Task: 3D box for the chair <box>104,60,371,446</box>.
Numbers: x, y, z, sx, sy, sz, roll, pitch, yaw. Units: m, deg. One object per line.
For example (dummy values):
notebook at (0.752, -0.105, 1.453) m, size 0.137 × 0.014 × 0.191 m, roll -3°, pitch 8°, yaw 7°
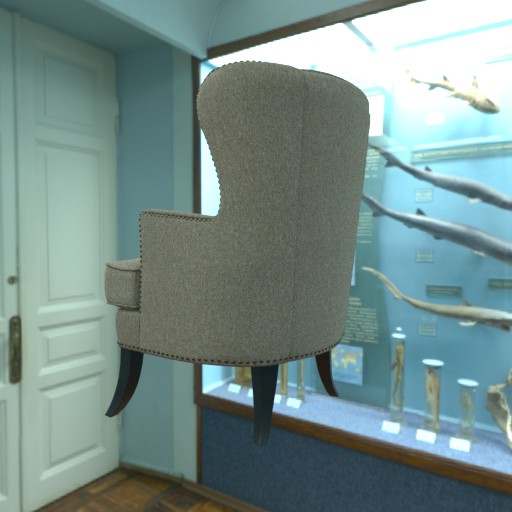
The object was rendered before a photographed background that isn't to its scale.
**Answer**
chair at (0.000, 0.000, 1.560) m, size 0.758 × 1.060 × 0.759 m, roll 2°, pitch 3°, yaw 36°
